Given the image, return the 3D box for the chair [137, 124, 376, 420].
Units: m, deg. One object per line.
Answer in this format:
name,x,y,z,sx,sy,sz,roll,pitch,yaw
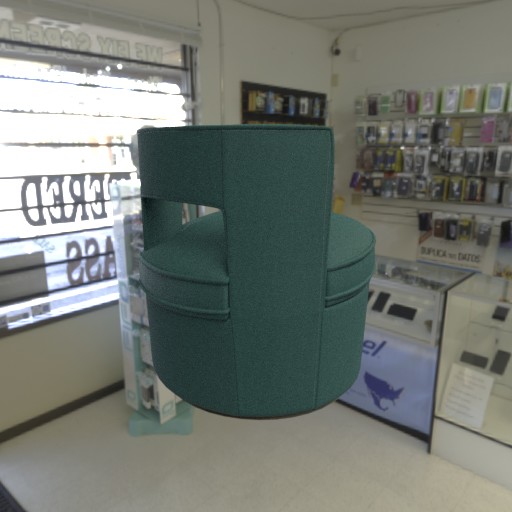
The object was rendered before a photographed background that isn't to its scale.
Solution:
chair,0.000,0.000,1.295,0.660,0.711,0.684,-13,19,-43
